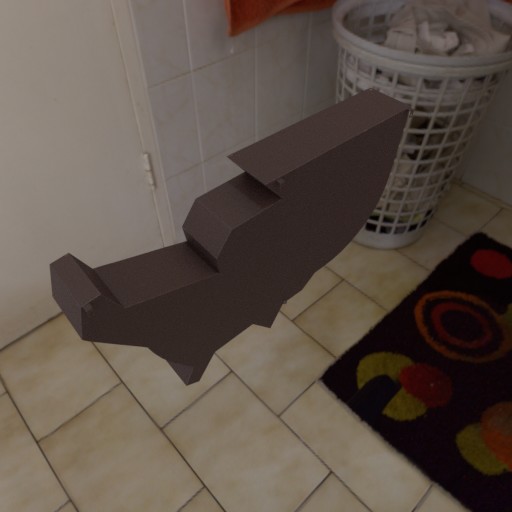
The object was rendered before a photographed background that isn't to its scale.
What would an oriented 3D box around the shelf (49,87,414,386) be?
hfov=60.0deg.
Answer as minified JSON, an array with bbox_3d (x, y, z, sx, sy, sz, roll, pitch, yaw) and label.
[{"bbox_3d":[0.000,0.000,0.902,0.729,0.439,0.112,-32,55,-26],"label":"shelf"}]
